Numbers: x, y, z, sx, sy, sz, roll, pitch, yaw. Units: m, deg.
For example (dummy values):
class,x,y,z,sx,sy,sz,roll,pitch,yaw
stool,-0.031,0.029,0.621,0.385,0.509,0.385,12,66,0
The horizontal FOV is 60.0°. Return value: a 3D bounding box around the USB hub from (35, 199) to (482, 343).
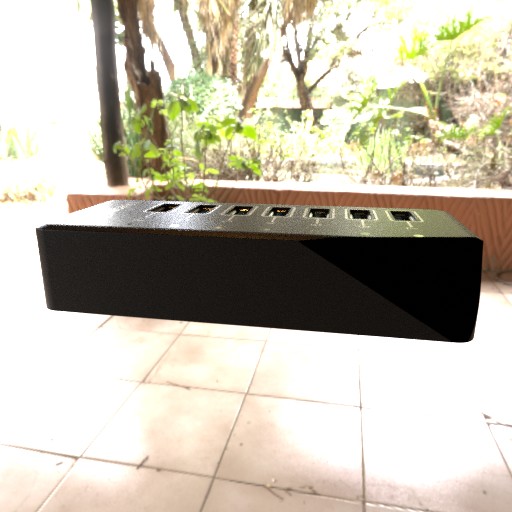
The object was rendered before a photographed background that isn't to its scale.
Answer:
class,x,y,z,sx,sy,sz,roll,pitch,yaw
USB hub,0.000,0.000,0.126,0.110,0.023,0.044,3,17,10
